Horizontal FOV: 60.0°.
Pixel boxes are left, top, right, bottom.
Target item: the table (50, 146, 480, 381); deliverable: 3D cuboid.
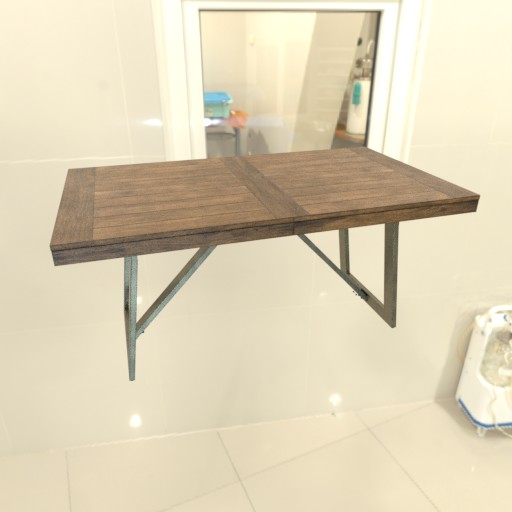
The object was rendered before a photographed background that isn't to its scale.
[{"bbox_3d":[0.000,0.000,2.169,1.641,0.757,0.931,-8,27,-16],"label":"table"}]
